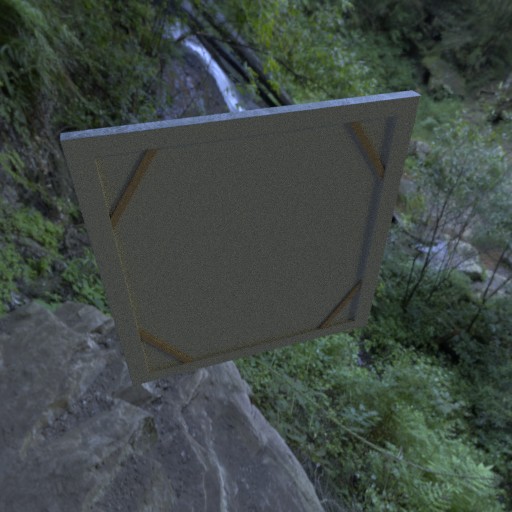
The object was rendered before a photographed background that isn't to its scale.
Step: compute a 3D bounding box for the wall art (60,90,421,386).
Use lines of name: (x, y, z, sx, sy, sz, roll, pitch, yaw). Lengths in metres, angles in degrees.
wall art: (0.000, 0.000, 1.651, 1.092, 1.091, 0.051, -12, 41, -14)
